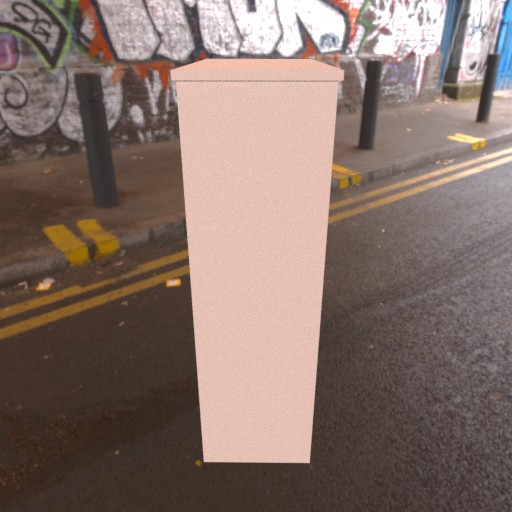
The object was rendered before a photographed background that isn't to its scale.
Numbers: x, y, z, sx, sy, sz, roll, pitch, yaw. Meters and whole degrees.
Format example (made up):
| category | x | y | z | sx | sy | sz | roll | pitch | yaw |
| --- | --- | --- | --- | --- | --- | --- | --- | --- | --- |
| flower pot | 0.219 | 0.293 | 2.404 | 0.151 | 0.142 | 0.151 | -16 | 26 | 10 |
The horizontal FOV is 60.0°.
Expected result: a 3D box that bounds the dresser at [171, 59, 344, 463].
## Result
| category | x | y | z | sx | sy | sz | roll | pitch | yaw |
| --- | --- | --- | --- | --- | --- | --- | --- | --- | --- |
| dresser | 0.000 | 0.000 | 1.572 | 0.399 | 1.255 | 0.704 | 0 | 26 | 1 |
